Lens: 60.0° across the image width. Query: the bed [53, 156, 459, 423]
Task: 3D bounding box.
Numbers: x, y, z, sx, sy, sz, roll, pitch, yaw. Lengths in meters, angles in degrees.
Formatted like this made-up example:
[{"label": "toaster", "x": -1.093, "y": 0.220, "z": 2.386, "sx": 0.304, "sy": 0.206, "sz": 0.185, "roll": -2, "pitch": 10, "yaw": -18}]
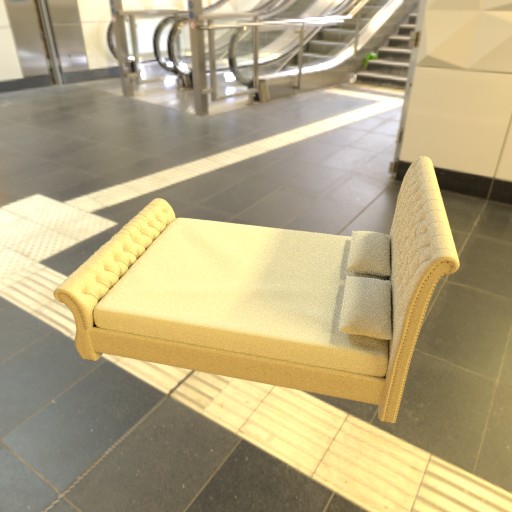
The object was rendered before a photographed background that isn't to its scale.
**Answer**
[{"label": "bed", "x": 0.000, "y": 0.000, "z": 3.431, "sx": 2.493, "sy": 1.268, "sz": 1.606, "roll": 7, "pitch": 32, "yaw": 12}]
